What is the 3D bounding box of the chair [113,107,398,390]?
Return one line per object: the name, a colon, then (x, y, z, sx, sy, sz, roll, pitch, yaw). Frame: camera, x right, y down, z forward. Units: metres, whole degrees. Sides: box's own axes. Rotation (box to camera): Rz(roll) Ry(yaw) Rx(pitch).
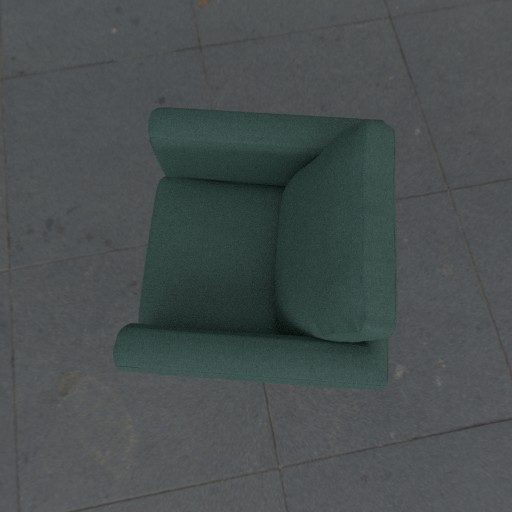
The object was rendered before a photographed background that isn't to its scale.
chair: (0.000, 0.000, 1.558, 0.800, 0.927, 0.855, 4, 75, 1)
